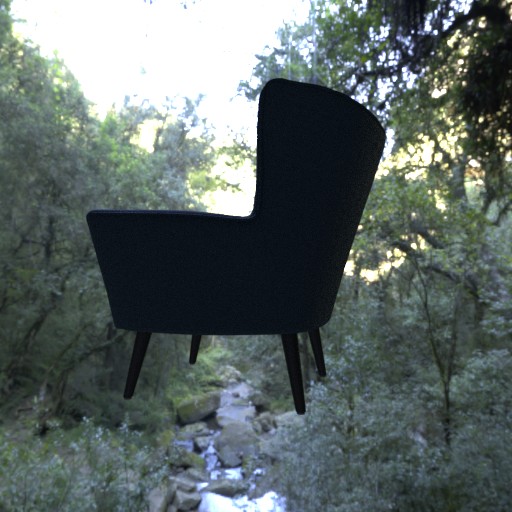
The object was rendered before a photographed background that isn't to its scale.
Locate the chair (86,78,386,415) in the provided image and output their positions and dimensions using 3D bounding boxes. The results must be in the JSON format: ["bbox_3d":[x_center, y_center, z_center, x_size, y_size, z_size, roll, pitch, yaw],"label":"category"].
[{"bbox_3d":[0.000,0.000,1.575,0.888,0.933,0.781,0,0,17],"label":"chair"}]
